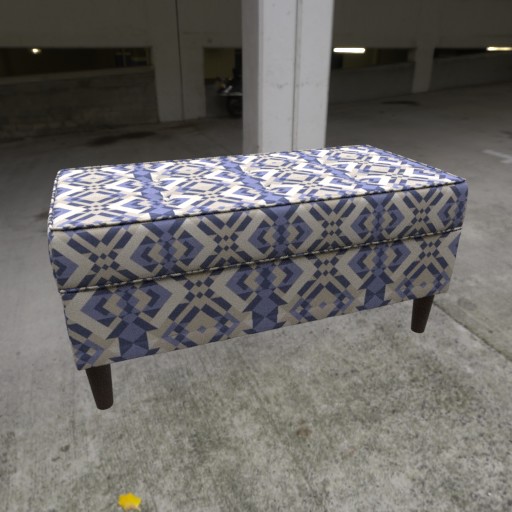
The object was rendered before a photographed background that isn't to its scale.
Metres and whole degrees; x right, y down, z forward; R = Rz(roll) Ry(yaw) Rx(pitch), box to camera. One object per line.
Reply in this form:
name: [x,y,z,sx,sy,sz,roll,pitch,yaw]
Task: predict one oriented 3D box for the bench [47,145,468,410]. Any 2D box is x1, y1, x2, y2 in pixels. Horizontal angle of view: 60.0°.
bench: [0.000,0.000,1.269,1.016,0.477,0.492,-9,27,-18]
